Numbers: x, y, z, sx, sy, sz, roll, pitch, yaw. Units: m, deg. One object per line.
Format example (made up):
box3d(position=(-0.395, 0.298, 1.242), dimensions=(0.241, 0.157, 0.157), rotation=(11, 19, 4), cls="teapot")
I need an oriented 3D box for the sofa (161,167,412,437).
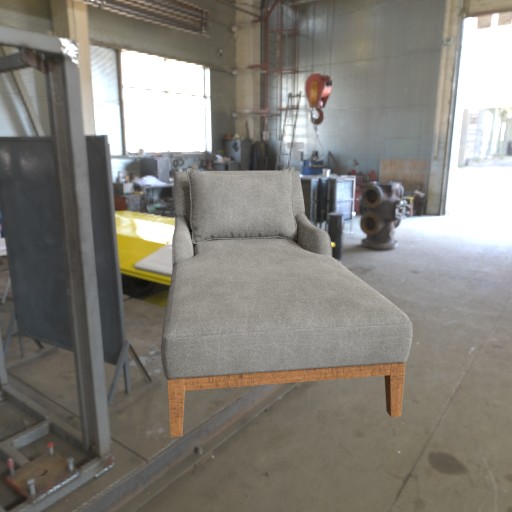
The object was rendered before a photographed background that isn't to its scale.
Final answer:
box3d(position=(0.000, 0.000, 2.338), dimensions=(0.894, 0.859, 1.779), rotation=(-2, 14, -8), cls="sofa")
